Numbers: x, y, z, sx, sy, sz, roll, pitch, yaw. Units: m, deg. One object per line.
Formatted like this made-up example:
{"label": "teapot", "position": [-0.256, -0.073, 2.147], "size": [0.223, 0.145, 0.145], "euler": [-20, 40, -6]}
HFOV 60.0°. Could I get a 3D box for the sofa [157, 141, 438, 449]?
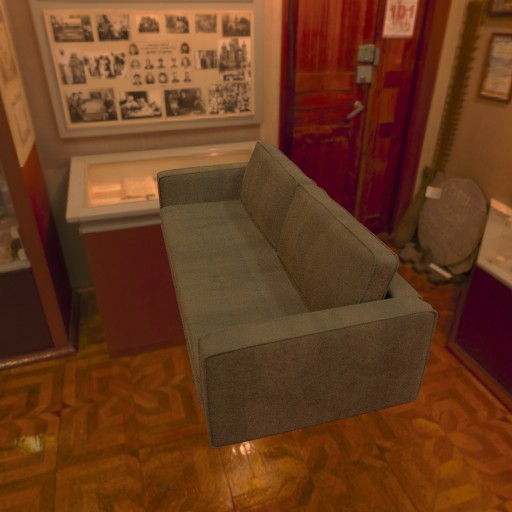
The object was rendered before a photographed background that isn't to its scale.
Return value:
{"label": "sofa", "position": [0.000, 0.000, 2.443], "size": [0.924, 0.825, 1.920], "euler": [-8, 31, -13]}
